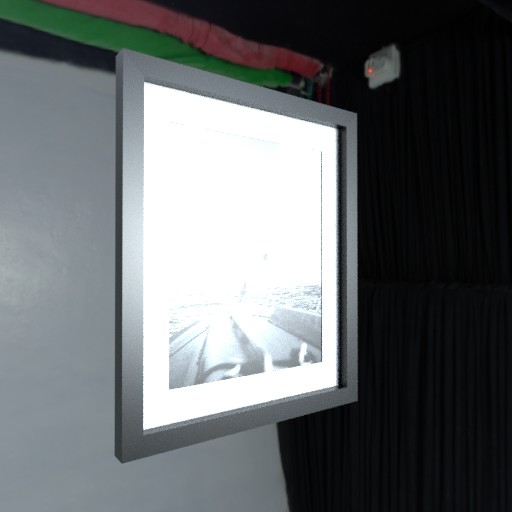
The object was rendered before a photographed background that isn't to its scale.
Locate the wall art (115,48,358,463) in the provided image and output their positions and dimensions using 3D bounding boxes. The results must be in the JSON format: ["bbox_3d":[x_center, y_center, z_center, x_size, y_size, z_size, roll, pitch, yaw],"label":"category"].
[{"bbox_3d":[0.000,0.000,0.741,0.461,0.558,0.031,0,-1,-35],"label":"wall art"}]
